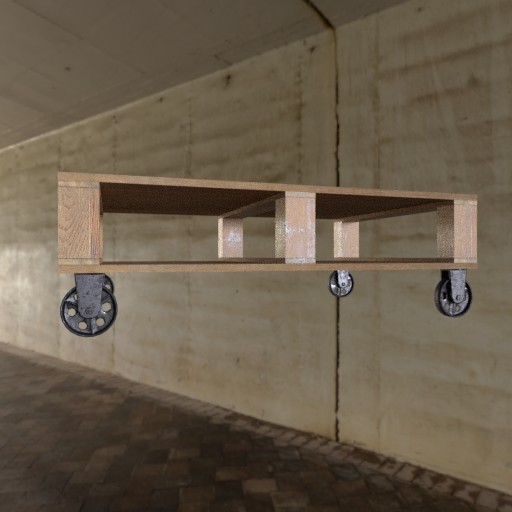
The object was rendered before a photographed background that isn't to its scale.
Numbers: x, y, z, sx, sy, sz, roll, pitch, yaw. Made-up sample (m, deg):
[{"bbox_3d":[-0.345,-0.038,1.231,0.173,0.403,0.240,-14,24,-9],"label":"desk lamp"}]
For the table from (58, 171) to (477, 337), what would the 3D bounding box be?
[{"bbox_3d":[0.000,0.000,1.683,1.299,0.413,0.827,0,0,-18],"label":"table"}]
